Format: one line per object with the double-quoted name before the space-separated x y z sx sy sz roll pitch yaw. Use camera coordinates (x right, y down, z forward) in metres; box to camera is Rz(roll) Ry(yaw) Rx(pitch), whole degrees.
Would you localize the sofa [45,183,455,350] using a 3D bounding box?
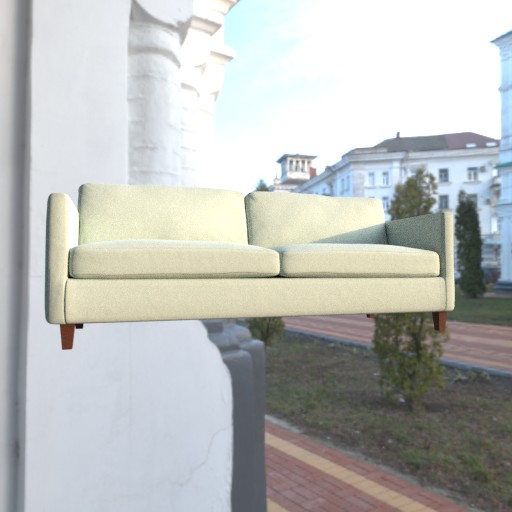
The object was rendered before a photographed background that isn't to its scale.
"sofa" 0.000 0.000 2.923 2.434 0.965 0.948 1 -2 -18
